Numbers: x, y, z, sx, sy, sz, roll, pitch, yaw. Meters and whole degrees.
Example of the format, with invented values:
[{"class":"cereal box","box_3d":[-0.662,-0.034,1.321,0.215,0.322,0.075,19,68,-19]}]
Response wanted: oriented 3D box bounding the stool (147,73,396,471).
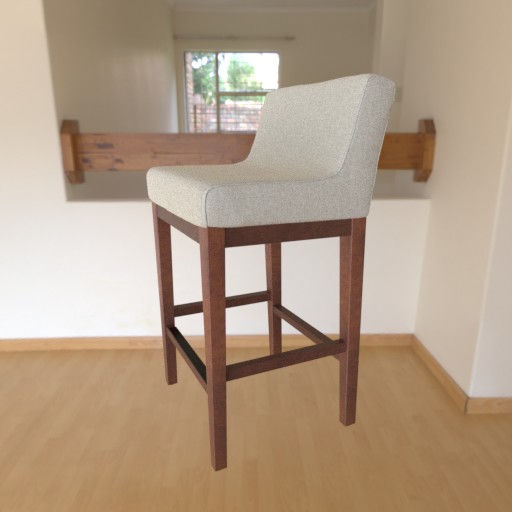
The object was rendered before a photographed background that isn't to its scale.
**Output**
[{"class":"stool","box_3d":[0.000,0.000,1.256,0.500,0.937,0.511,-8,17,-25]}]
